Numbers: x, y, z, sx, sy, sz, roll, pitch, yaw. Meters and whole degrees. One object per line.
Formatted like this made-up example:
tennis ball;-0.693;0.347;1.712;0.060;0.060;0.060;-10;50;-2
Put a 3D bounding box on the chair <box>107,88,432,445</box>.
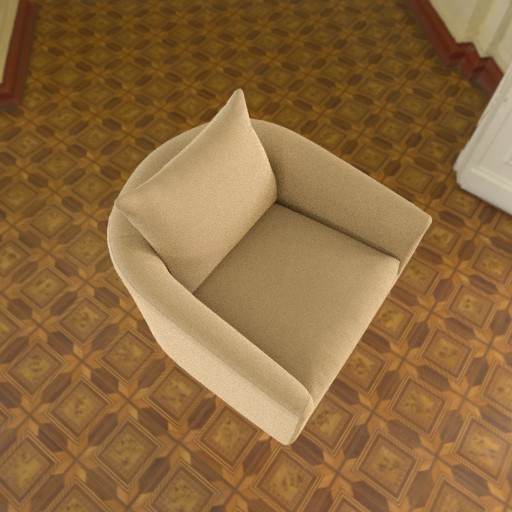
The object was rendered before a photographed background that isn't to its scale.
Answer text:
chair;0.000;0.000;1.600;0.910;0.848;0.845;32;64;18
